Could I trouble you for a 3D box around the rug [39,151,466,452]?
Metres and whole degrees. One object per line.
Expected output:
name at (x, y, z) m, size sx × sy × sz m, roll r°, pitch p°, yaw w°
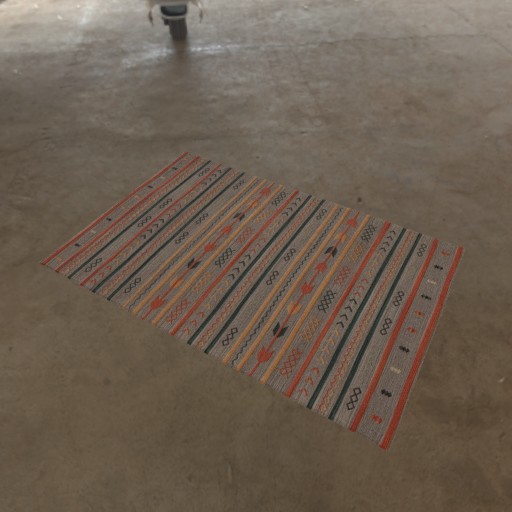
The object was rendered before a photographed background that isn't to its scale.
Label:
rug at (0.000, 0.000, 2.279) m, size 1.835 × 0.017 × 1.220 m, roll 23°, pitch 49°, yaw 21°
